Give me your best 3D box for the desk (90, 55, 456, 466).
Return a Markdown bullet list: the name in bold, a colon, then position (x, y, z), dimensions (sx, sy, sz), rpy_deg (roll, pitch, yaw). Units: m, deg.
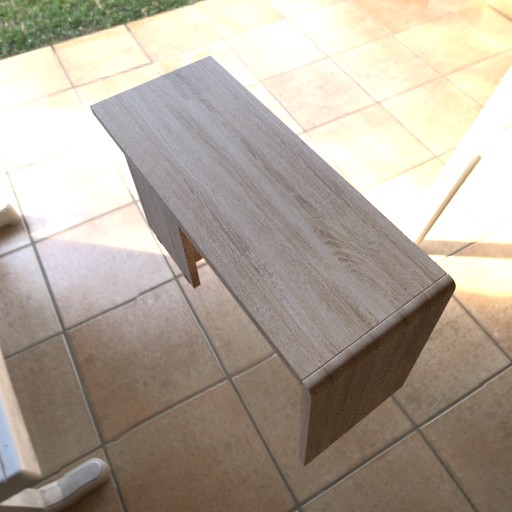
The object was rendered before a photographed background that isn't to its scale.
- **desk**: position (0.000, 0.000, 1.656), dimensions (0.500, 0.750, 1.300), rpy_deg (-31, 63, -18)
